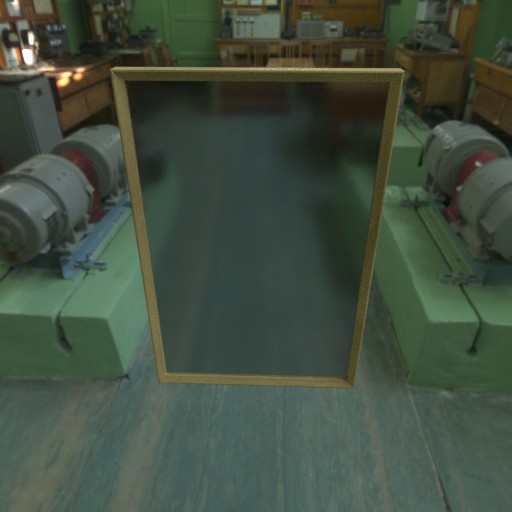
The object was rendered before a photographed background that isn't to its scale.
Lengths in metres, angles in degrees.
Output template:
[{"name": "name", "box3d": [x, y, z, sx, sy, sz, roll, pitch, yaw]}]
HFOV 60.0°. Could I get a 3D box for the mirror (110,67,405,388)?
[{"name": "mirror", "box3d": [0.000, 0.000, 1.164, 0.609, 0.915, 0.041, 1, 31, 2]}]
